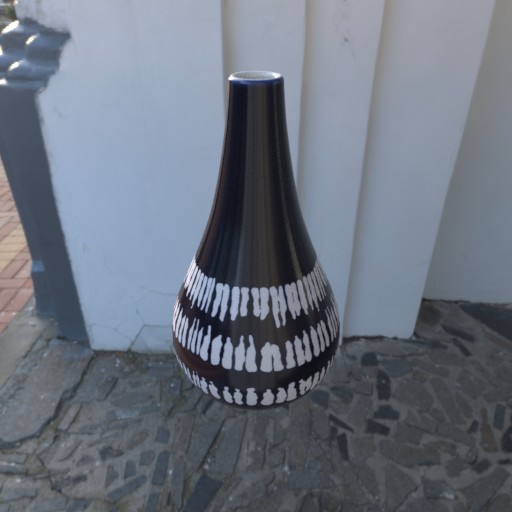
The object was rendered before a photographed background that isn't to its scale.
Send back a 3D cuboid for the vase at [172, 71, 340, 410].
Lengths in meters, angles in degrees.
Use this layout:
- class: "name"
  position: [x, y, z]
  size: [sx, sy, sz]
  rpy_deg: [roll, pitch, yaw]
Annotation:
- class: "vase"
  position: [0.000, 0.000, 0.385]
  size: [0.159, 0.295, 0.159]
  rpy_deg: [0, 31, 0]
